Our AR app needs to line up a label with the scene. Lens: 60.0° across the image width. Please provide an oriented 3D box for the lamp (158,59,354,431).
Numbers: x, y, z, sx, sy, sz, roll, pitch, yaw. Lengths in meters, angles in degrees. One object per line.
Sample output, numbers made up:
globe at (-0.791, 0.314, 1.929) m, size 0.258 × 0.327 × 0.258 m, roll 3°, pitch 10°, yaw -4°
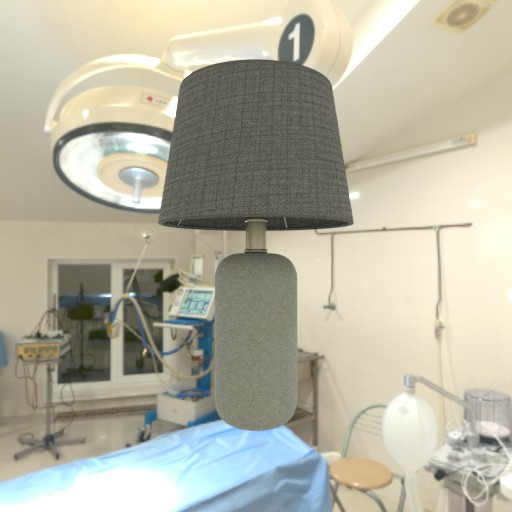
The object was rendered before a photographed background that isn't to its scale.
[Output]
lamp at (0.000, 0.000, 0.582) m, size 0.251 × 0.429 × 0.251 m, roll 0°, pitch 0°, yaw 0°
